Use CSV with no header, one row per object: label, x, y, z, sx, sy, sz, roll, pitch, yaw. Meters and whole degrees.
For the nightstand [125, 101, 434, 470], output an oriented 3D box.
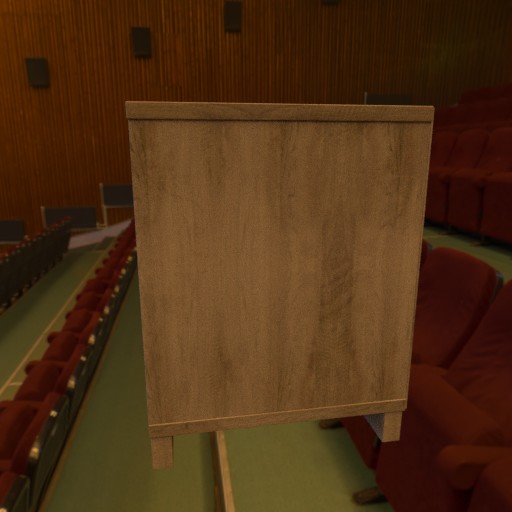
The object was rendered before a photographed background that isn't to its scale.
nightstand,0.000,0.000,0.742,0.347,0.448,0.427,-2,14,-10
